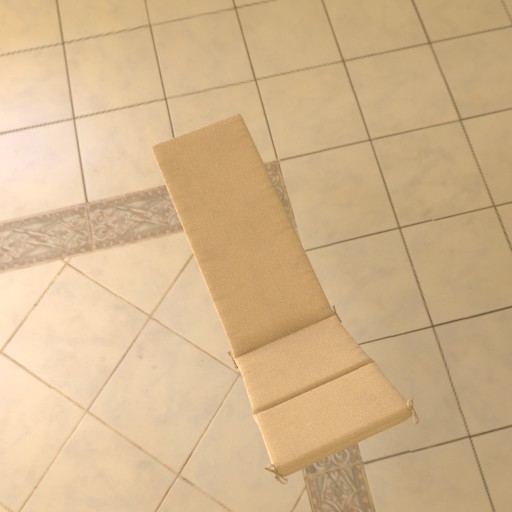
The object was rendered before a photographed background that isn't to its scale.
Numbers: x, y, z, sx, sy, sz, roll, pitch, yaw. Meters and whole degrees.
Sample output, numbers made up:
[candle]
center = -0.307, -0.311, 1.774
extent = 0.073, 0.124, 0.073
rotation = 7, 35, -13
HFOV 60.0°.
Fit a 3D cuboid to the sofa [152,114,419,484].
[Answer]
[sofa]
center = 0.000, 0.000, 1.959
extent = 0.582, 0.622, 1.663
rotation = -22, 77, -5
